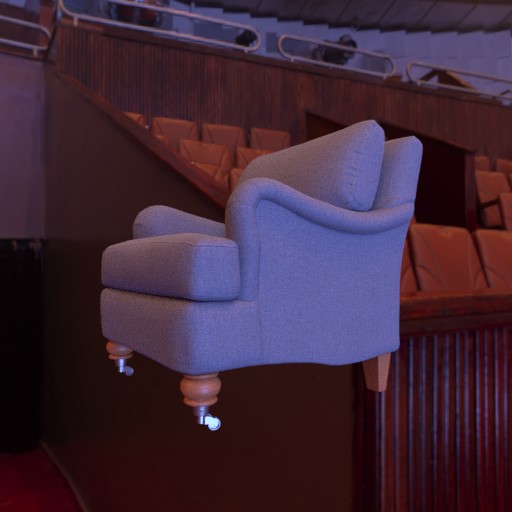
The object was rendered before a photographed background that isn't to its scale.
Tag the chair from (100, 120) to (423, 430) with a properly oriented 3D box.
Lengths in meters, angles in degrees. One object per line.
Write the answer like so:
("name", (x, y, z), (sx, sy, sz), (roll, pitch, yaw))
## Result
("chair", (0.000, 0.000, 1.850), (1.070, 1.038, 0.955), (1, -1, -35))
